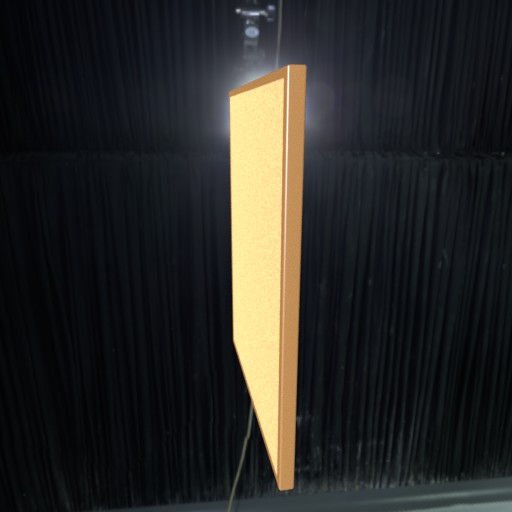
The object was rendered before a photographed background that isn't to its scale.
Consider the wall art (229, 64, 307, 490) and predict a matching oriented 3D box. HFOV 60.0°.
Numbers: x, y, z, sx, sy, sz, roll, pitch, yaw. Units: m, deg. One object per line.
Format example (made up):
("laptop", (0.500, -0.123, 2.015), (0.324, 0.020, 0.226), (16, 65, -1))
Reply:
("wall art", (0.000, 0.000, 0.517), (0.015, 0.379, 0.310), (-3, 17, -11))
